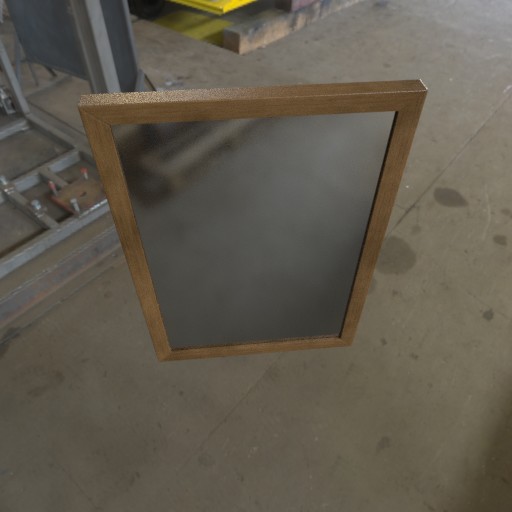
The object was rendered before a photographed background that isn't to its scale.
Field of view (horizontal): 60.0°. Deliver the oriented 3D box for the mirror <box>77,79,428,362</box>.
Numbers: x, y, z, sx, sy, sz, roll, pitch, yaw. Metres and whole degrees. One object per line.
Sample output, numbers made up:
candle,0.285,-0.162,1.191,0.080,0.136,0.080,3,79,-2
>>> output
mirror,0.000,0.000,0.911,0.507,0.710,0.040,-4,47,-4
